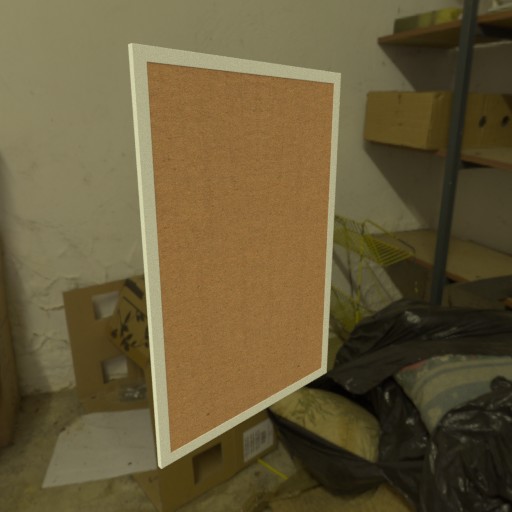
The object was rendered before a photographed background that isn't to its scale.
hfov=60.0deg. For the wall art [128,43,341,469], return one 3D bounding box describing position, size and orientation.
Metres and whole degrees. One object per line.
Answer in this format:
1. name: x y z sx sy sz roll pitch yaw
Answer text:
1. wall art: 0.000 0.000 1.191 0.660 0.965 0.015 -14 21 -42
